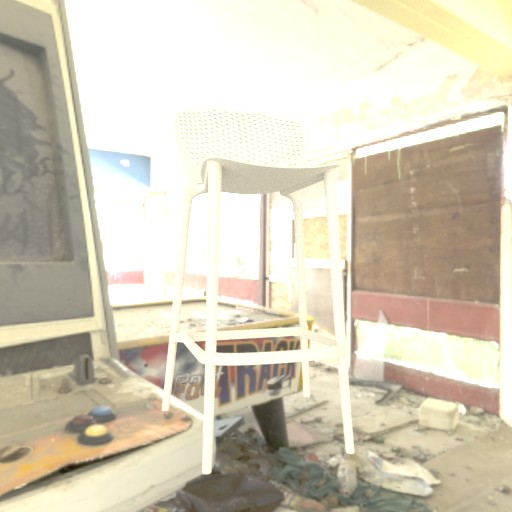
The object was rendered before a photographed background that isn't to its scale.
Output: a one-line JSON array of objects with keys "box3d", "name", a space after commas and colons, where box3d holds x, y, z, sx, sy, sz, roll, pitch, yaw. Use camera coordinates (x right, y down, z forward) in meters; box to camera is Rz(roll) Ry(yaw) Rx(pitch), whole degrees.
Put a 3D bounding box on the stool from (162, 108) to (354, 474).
[{"box3d": [0.000, 0.000, 1.350, 0.536, 1.045, 0.535, 0, 1, -16], "name": "stool"}]
